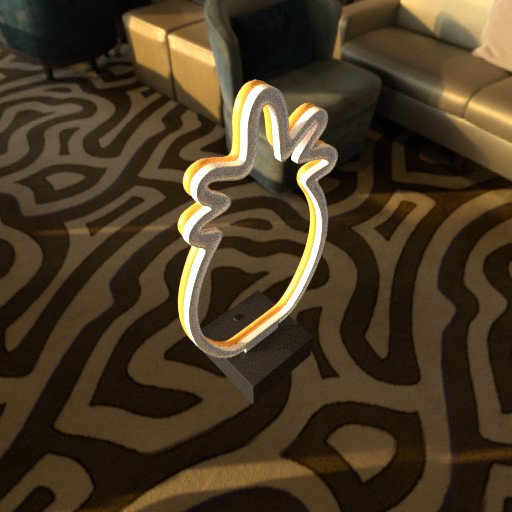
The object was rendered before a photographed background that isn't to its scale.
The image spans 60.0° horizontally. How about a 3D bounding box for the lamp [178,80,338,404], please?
[{"bbox_3d":[0.000,0.000,0.392,0.167,0.317,0.088,-33,54,-28],"label":"lamp"}]
